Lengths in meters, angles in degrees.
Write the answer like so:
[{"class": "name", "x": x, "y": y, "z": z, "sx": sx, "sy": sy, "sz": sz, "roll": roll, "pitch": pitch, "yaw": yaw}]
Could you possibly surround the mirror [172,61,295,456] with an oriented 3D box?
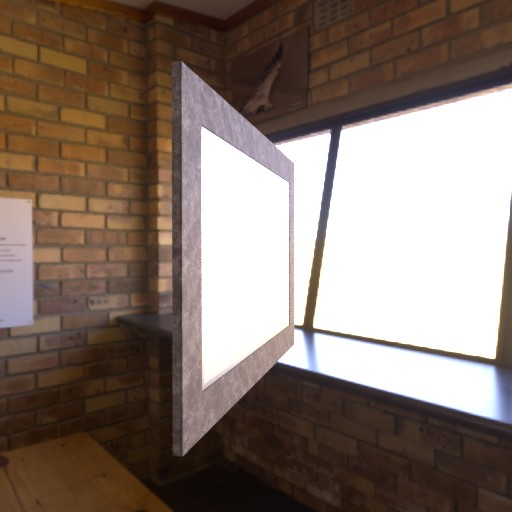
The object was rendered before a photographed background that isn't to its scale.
[{"class": "mirror", "x": 0.000, "y": 0.000, "z": 1.421, "sx": 0.022, "sy": 0.795, "sz": 1.101, "roll": 0, "pitch": 1, "yaw": 17}]
